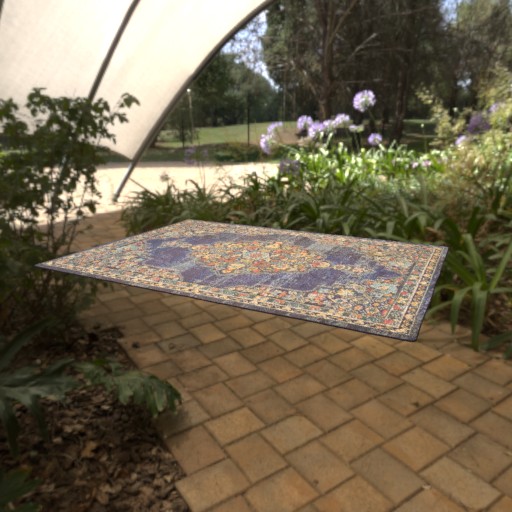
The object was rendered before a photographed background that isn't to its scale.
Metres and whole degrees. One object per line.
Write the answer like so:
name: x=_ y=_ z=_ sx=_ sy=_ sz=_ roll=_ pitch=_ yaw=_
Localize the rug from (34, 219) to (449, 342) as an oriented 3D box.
rug: x=0.000 y=0.000 z=2.908 sx=2.232 sy=0.009 sz=1.630 roll=8 pitch=18 yaw=26
